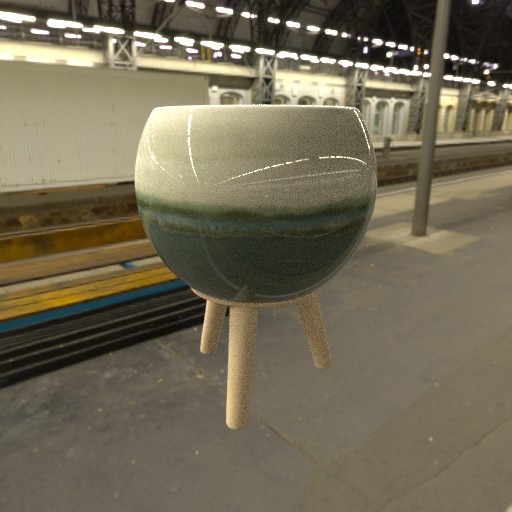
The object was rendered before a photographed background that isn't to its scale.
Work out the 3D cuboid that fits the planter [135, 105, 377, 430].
[{"bbox_3d":[0.000,0.000,0.440,0.222,0.278,0.222,0,17,0],"label":"planter"}]
